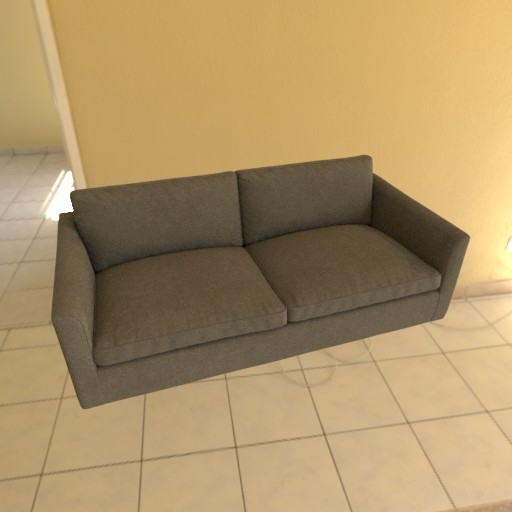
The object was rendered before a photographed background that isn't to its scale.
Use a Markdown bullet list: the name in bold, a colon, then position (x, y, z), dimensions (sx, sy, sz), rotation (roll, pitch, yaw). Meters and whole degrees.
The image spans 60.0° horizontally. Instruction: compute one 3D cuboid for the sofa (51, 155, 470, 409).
- **sofa**: position (0.000, 0.000, 2.755), dimensions (2.257, 0.838, 1.092), rotation (-10, 33, -16)
